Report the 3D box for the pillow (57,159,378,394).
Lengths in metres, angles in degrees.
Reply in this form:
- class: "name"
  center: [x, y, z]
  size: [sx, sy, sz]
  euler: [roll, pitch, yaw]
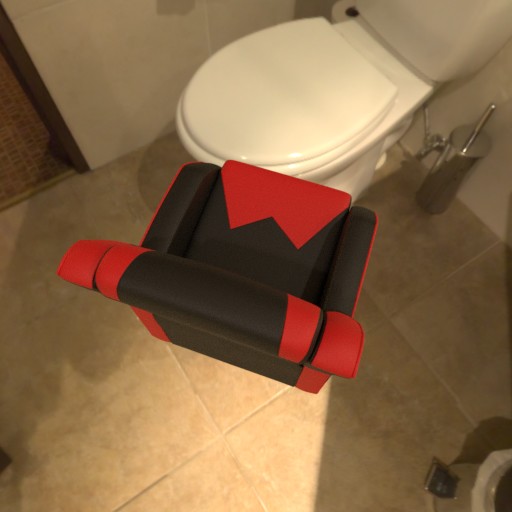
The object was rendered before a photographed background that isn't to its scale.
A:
- class: "pillow"
  center: [0.000, 0.000, 1.285]
  size: [0.620, 0.805, 0.672]
  euler: [18, 65, 8]
